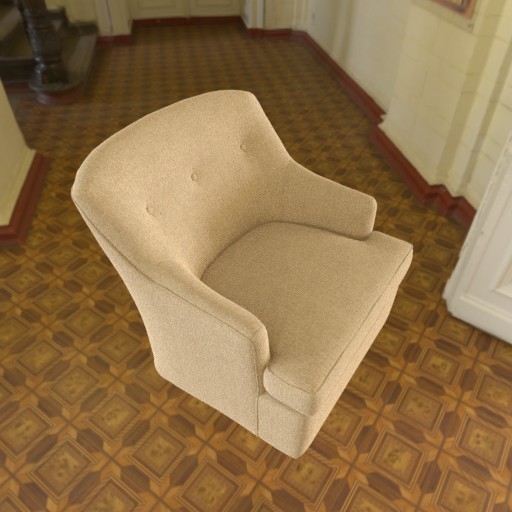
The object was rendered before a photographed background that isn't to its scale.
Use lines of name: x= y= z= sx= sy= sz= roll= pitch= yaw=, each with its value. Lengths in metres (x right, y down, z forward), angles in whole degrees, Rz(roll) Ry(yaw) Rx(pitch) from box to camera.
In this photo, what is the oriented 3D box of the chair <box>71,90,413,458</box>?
chair: x=0.000 y=0.000 z=1.589 sx=0.923 sy=0.856 sz=0.864 roll=25 pitch=47 yaw=25
